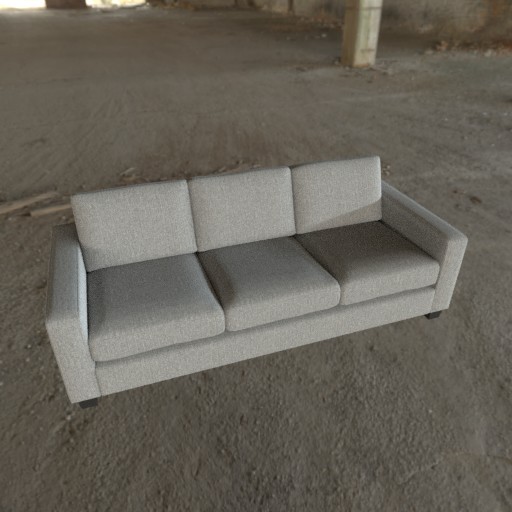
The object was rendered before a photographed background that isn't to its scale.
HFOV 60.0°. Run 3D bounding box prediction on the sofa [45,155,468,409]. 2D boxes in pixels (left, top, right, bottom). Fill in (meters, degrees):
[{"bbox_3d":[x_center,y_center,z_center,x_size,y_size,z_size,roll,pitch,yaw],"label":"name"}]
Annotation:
[{"bbox_3d":[0.000,0.000,2.505,2.120,0.800,0.900,-11,34,-16],"label":"sofa"}]
